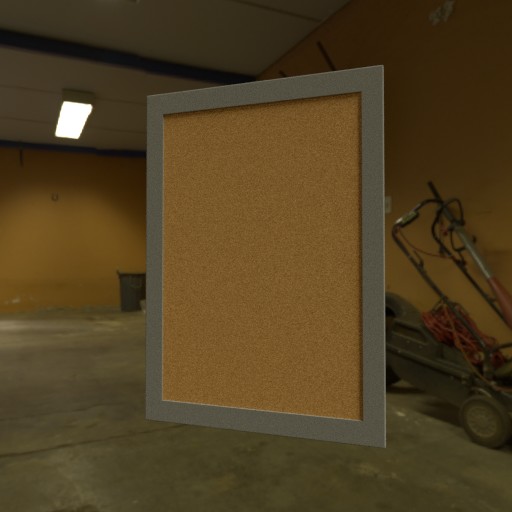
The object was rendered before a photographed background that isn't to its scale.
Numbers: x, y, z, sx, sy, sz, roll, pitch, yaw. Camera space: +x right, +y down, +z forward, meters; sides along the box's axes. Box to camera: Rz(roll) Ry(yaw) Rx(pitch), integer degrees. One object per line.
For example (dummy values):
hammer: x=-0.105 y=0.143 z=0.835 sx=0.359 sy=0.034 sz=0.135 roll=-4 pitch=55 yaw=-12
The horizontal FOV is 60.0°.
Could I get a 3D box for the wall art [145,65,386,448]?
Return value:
wall art: x=0.000 y=0.000 z=0.672 sx=0.374 sy=0.529 sz=0.012 roll=0 pitch=-1 yaw=18
